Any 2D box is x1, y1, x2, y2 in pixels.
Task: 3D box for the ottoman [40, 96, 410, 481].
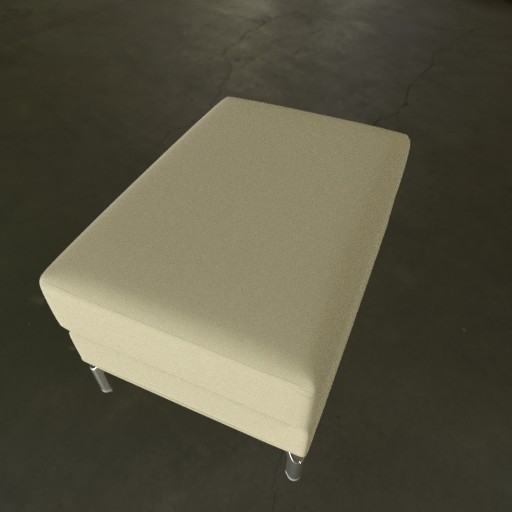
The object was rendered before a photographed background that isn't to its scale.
[{"bbox_3d":[0.000,0.000,1.171,0.581,0.497,0.835,18,49,16],"label":"ottoman"}]
